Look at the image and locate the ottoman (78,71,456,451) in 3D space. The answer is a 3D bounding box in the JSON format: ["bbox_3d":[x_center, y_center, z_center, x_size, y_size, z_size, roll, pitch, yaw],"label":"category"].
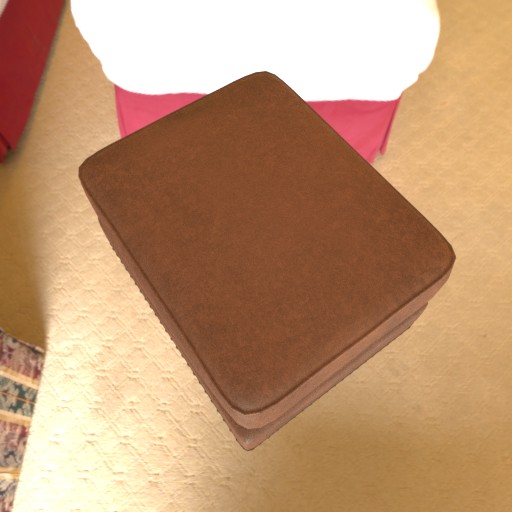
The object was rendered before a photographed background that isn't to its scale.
[{"bbox_3d":[0.000,0.000,1.154,0.589,0.537,0.738,-33,68,-15],"label":"ottoman"}]
